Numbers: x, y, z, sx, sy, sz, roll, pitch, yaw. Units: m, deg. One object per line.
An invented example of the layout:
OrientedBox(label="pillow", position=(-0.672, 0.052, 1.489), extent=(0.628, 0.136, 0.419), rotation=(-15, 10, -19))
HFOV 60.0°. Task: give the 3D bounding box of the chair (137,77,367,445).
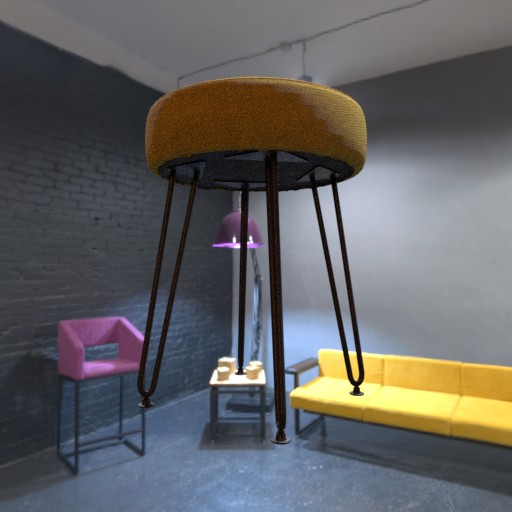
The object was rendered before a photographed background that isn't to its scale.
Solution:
OrientedBox(label="chair", position=(0.000, 0.000, 0.707), extent=(0.345, 0.455, 0.345), rotation=(-1, -2, 35))
